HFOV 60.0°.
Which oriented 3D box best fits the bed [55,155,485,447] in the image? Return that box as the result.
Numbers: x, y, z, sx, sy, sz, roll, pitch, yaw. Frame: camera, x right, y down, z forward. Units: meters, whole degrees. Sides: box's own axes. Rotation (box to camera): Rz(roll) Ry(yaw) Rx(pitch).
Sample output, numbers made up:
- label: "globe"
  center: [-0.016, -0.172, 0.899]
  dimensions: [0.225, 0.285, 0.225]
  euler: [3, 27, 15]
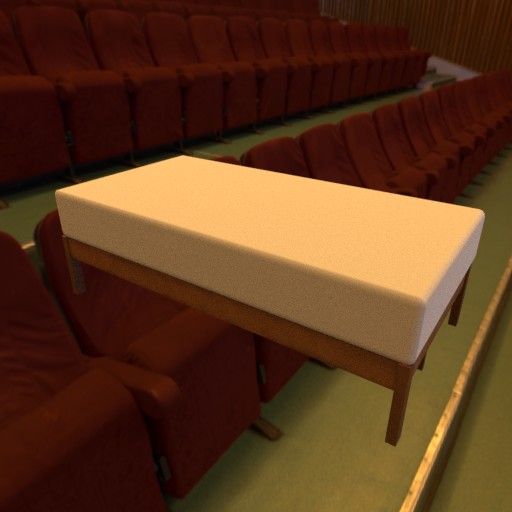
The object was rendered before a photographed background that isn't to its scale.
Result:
- label: "bed"
  center: [0.000, 0.000, 2.292]
  dimensions: [1.902, 0.616, 0.961]
  euler: [17, 31, 31]
